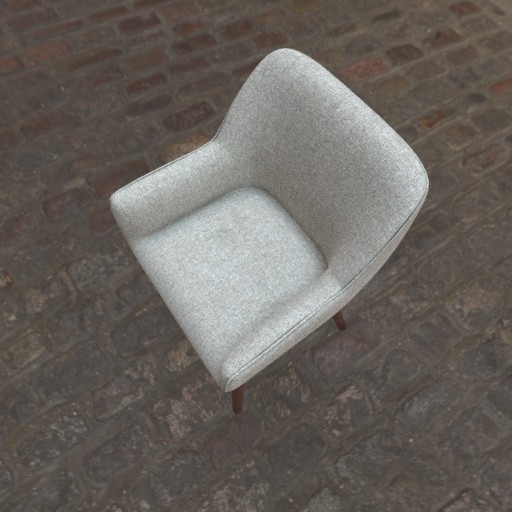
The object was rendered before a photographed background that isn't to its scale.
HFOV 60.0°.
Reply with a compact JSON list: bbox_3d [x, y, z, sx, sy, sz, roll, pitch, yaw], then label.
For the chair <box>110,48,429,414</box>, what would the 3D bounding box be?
[{"bbox_3d":[0.000,0.000,1.162,0.519,0.803,0.543,-32,67,-15],"label":"chair"}]
